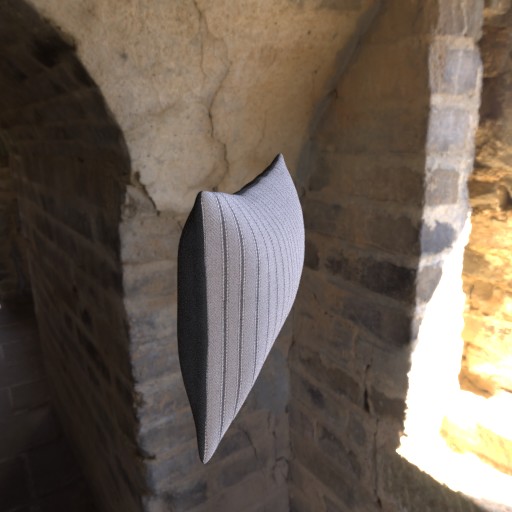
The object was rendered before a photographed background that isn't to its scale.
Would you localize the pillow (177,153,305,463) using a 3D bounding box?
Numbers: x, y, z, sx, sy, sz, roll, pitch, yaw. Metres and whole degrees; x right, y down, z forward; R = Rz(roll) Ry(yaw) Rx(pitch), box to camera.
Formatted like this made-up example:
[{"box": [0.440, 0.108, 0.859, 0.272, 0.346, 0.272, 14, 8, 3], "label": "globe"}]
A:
[{"box": [0.000, 0.000, 0.724, 0.151, 0.305, 0.609, 3, 15, 9], "label": "pillow"}]
